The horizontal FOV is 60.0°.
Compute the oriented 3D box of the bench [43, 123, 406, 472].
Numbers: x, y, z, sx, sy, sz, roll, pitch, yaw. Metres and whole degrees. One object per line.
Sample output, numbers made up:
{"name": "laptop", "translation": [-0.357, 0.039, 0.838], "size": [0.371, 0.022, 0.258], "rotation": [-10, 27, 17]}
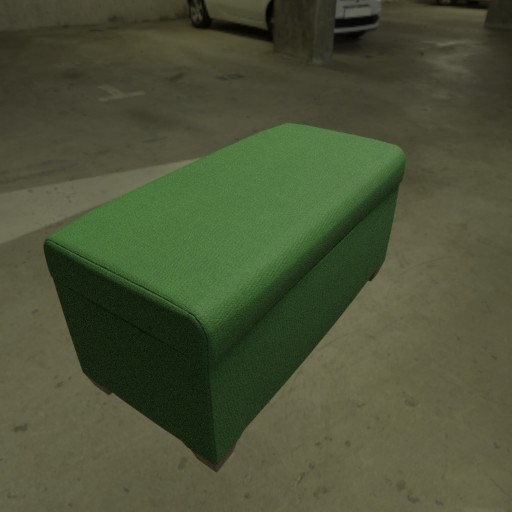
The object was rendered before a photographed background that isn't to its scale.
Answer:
{"name": "bench", "translation": [0.000, 0.000, 1.287], "size": [0.505, 0.501, 0.989], "rotation": [21, 39, 29]}
